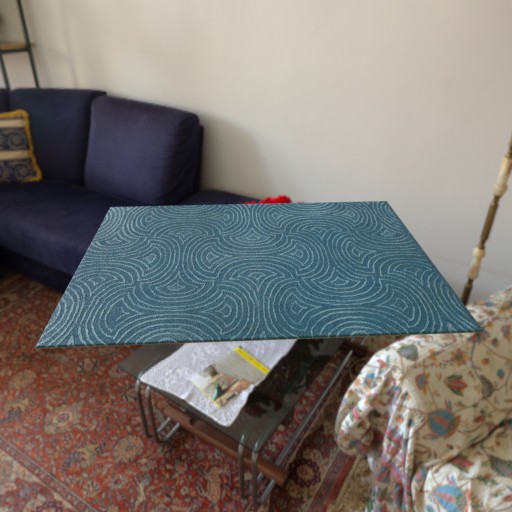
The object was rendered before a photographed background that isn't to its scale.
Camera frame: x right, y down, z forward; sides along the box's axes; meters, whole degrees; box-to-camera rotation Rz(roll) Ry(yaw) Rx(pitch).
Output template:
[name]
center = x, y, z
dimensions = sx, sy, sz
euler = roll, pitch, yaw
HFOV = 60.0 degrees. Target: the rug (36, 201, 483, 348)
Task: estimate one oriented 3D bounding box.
[rug]
center = 0.000, 0.000, 2.776
dimensions = 2.144, 0.015, 1.543
euler = -2, 31, -3
